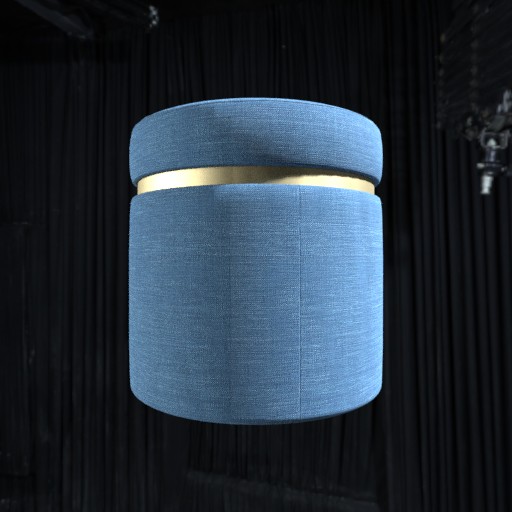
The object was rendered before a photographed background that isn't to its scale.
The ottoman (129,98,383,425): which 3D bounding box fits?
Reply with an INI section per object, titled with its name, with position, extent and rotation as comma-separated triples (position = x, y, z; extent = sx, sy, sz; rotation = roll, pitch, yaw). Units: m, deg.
[ottoman]
position = 0.000, 0.000, 0.723
extent = 0.398, 0.406, 0.398
rotation = 0, 0, 0
